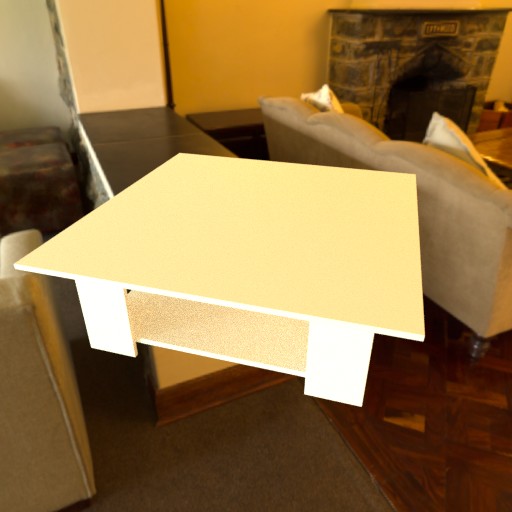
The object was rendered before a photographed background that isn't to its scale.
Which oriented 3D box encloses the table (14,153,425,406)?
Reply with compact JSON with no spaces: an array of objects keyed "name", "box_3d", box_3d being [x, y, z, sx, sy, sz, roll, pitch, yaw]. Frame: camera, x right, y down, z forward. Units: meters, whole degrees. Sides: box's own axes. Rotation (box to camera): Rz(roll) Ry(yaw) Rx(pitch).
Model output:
[{"name":"table","box_3d":[0.000,0.000,1.347,0.890,0.305,0.890,8,31,14]}]
